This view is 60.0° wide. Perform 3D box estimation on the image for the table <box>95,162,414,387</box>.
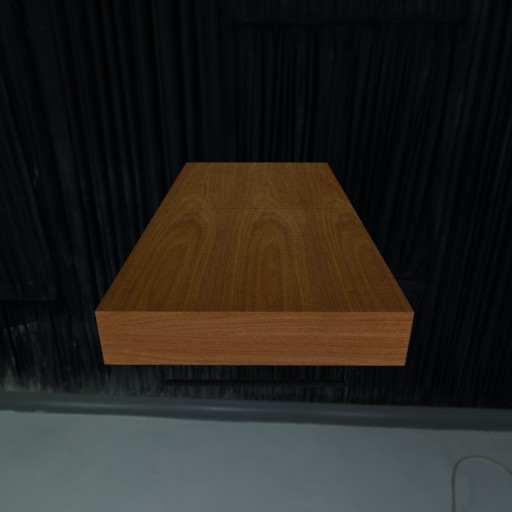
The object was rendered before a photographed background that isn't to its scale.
[{"bbox_3d":[0.000,0.000,1.456,0.610,0.330,1.194,0,25,0],"label":"table"}]
